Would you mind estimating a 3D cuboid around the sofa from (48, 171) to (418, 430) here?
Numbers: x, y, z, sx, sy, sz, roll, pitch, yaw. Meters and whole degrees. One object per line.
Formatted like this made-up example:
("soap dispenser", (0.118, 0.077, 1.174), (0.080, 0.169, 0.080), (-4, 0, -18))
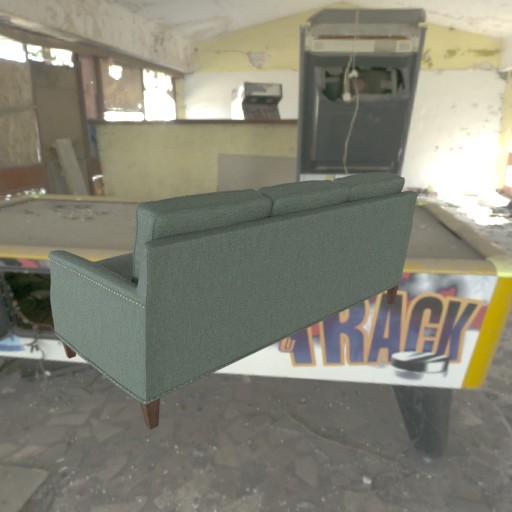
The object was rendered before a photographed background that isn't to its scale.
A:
("sofa", (0.000, 0.000, 2.846), (2.246, 1.003, 1.084), (-15, 22, -42))
